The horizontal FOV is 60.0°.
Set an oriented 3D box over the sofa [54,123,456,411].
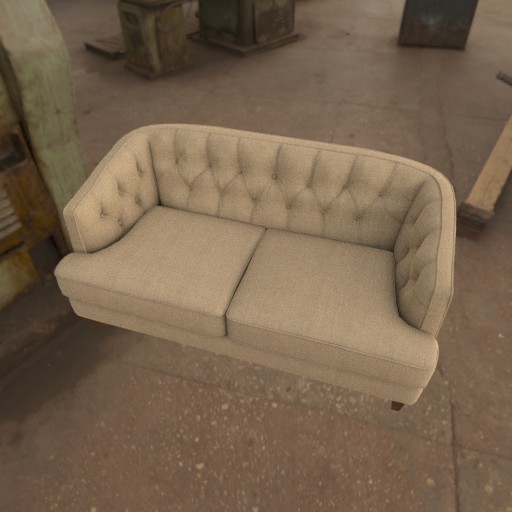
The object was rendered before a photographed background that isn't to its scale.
[{"bbox_3d":[0.000,0.000,2.202,1.733,0.855,0.941,12,43,13],"label":"sofa"}]
